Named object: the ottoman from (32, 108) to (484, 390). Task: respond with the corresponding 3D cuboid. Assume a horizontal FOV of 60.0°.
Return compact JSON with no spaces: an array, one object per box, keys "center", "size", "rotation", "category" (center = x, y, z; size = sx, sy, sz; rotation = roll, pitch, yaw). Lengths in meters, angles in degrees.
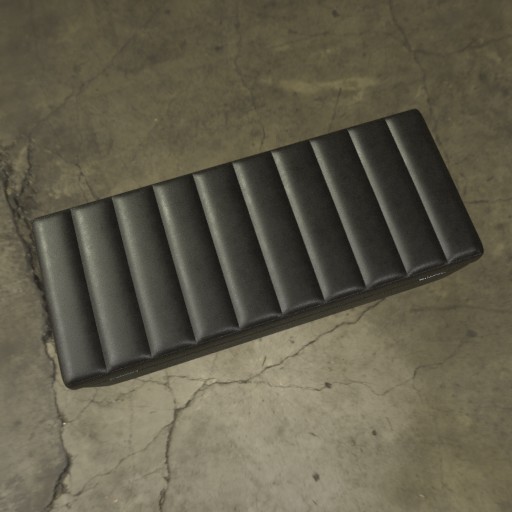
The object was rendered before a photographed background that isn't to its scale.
[{"center":[0.000,0.000,1.385],"size":[1.151,0.469,0.482],"rotation":[-17,76,-4],"category":"ottoman"}]
